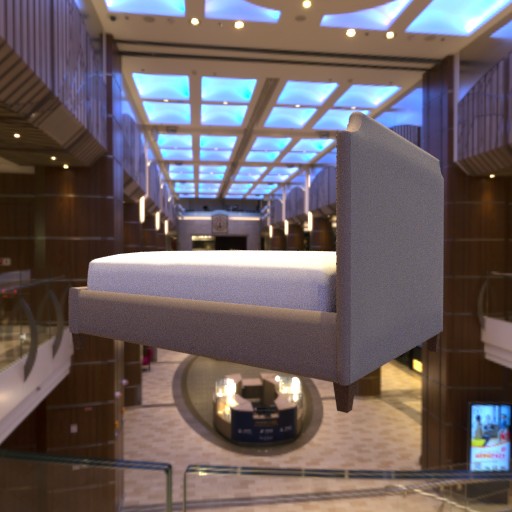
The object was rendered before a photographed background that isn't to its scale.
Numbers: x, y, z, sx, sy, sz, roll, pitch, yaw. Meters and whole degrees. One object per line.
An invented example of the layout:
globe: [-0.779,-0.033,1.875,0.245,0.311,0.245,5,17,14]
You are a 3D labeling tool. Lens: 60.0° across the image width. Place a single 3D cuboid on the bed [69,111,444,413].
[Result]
bed: [0.000,0.000,3.394,2.372,1.443,1.713,1,1,36]
